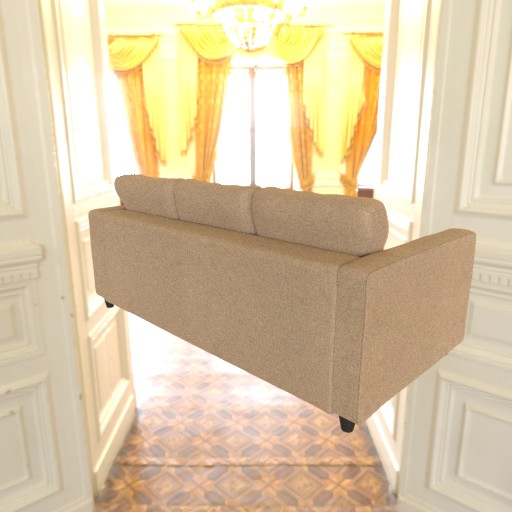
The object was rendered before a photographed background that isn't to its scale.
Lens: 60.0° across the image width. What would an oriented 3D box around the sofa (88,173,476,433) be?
[{"bbox_3d":[0.000,0.000,2.313,1.855,0.800,0.930,14,20,43],"label":"sofa"}]
